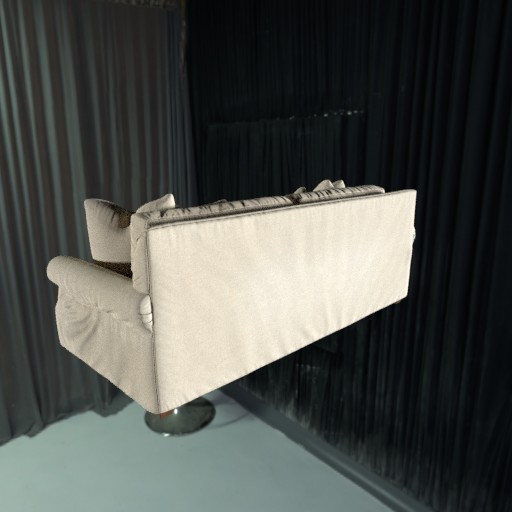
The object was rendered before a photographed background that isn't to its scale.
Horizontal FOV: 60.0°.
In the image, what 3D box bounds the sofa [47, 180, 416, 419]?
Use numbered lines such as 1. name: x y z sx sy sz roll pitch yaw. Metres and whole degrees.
1. sofa: 0.000 0.000 2.808 2.285 0.904 1.067 -13 19 -43
